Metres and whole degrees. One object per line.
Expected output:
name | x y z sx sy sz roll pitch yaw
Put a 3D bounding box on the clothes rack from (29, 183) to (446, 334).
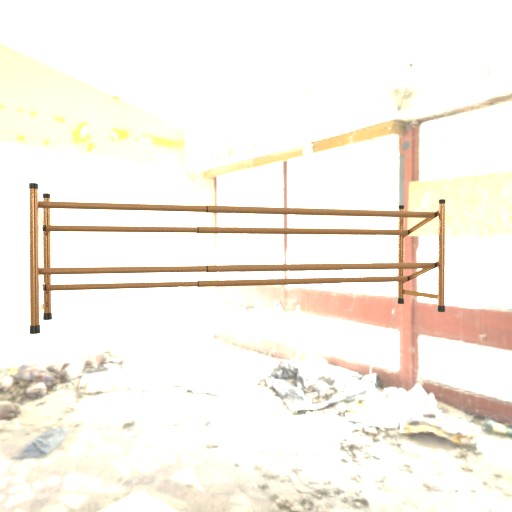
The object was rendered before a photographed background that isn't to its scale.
clothes rack | 0.000 0.000 1.300 1.168 0.349 0.229 0 1 -18
